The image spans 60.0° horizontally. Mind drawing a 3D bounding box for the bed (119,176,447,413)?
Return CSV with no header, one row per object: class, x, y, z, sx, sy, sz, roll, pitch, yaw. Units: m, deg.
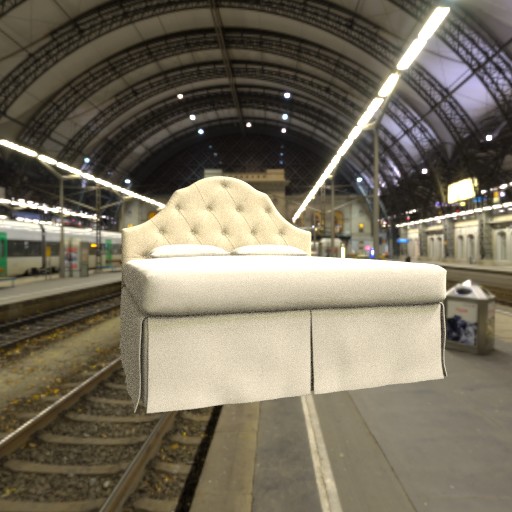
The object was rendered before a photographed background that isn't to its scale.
bed,0.000,0.000,3.462,2.012,1.555,2.086,0,1,-19
